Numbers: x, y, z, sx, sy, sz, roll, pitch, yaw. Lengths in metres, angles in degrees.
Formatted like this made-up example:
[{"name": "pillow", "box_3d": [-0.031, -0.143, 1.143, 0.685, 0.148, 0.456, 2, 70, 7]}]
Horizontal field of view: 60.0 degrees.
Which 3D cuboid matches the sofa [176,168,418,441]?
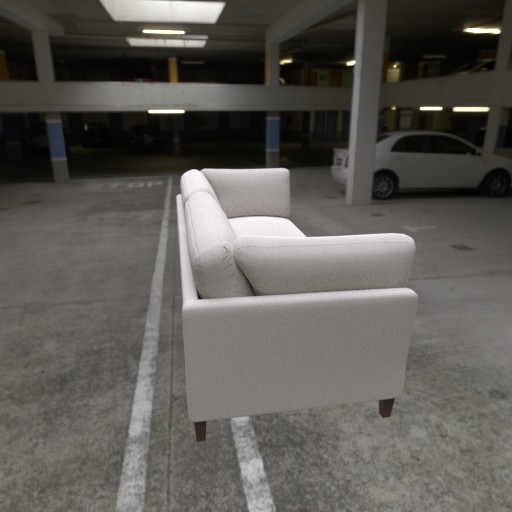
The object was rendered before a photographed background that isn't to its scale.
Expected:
[{"name": "sofa", "box_3d": [0.000, 0.000, 2.804, 0.957, 0.863, 2.301, -3, 19, -10]}]
